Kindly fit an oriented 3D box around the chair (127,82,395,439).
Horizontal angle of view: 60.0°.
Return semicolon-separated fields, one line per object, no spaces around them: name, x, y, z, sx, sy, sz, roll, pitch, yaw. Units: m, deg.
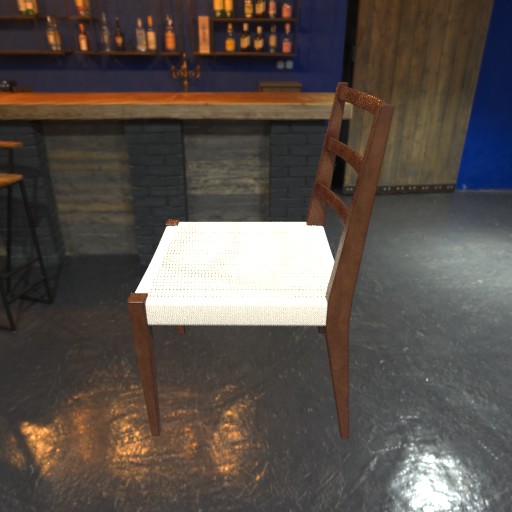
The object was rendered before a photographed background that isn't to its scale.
chair;0.000;0.000;1.162;0.551;0.813;0.480;0;26;0
